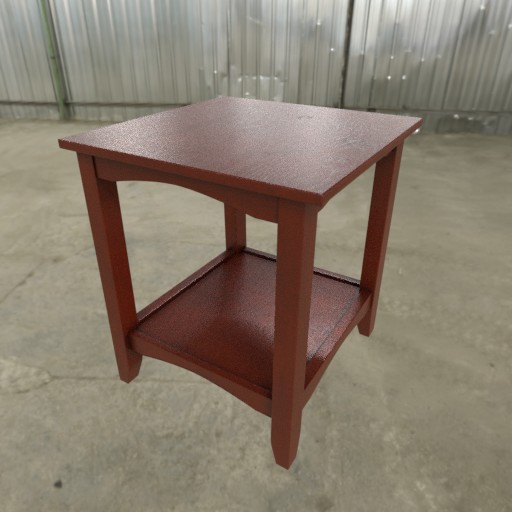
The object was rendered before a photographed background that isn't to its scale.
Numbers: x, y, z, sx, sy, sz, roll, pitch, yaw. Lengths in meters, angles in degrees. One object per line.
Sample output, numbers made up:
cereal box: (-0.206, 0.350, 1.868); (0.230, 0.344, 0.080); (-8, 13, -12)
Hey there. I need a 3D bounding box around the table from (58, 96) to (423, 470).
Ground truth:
table: (0.000, 0.000, 0.976); (0.522, 0.558, 0.523); (18, 34, 29)
